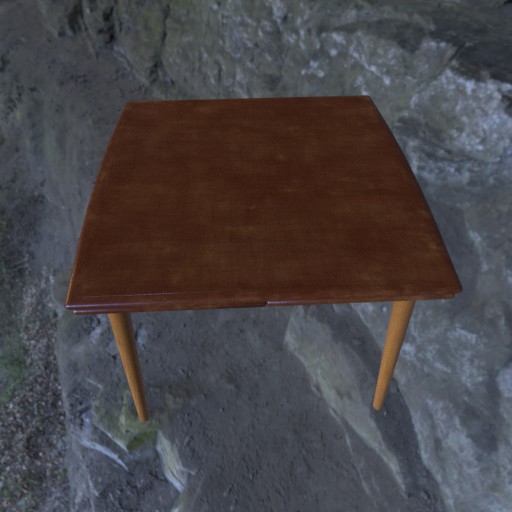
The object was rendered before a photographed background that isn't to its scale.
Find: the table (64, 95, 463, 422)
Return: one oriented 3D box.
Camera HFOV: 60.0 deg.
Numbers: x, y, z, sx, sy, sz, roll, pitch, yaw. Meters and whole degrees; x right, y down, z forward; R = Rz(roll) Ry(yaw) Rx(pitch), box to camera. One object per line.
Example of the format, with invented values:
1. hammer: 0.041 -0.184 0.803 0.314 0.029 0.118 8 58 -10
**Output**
1. table: 0.000 0.000 1.653 0.991 0.754 0.991 -2 46 -2
